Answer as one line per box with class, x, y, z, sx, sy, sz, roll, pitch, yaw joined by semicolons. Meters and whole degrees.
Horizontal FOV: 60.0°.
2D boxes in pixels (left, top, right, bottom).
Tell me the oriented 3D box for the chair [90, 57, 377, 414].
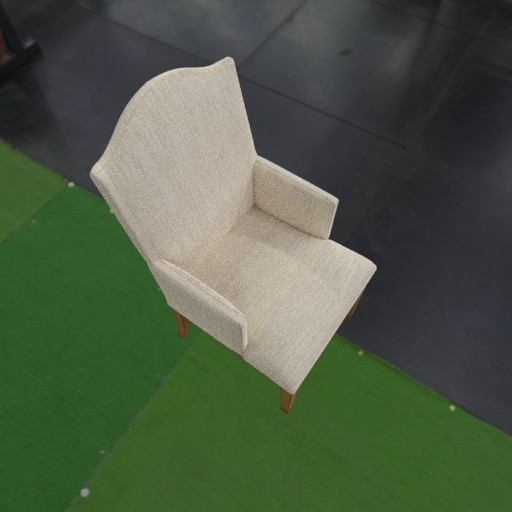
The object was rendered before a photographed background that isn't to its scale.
chair;0.000;0.000;1.384;0.641;1.016;0.533;32;65;17
